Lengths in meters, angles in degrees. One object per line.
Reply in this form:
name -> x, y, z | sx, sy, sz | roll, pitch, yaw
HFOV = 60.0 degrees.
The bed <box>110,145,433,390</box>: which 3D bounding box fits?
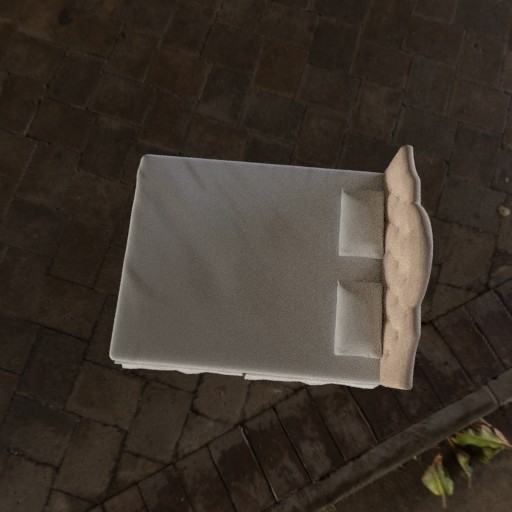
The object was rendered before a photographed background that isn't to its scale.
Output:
bed -> 0.000, 0.000, 3.039 | 1.970, 1.194, 1.667 | 5, 76, 1
